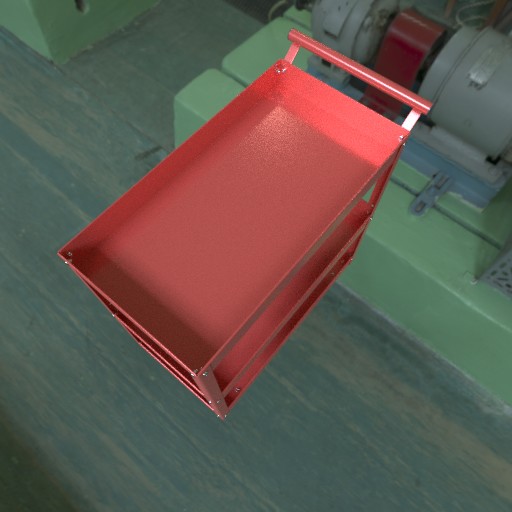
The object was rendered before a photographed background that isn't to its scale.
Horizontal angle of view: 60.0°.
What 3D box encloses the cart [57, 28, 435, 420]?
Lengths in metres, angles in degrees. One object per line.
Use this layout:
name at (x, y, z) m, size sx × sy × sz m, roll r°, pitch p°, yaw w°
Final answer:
cart at (0.000, 0.000, 1.186) m, size 0.366 × 0.780 × 0.719 m, roll 37°, pitch 69°, yaw 16°
